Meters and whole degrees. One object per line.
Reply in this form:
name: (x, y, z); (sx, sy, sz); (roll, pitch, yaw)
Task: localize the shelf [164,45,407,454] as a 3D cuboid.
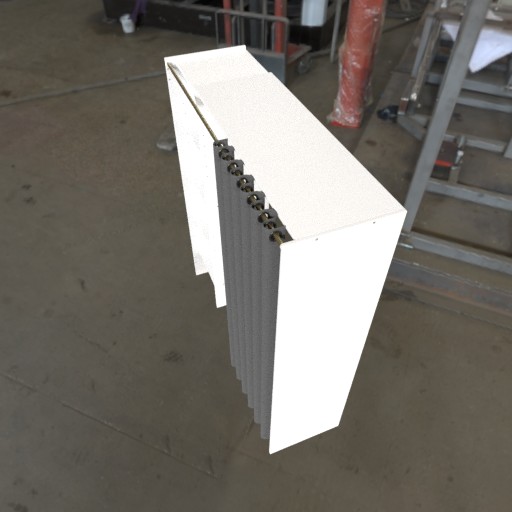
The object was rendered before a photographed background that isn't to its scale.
shelf: (0.000, 0.000, 2.653); (0.500, 1.810, 1.600); (-16, 48, -15)
